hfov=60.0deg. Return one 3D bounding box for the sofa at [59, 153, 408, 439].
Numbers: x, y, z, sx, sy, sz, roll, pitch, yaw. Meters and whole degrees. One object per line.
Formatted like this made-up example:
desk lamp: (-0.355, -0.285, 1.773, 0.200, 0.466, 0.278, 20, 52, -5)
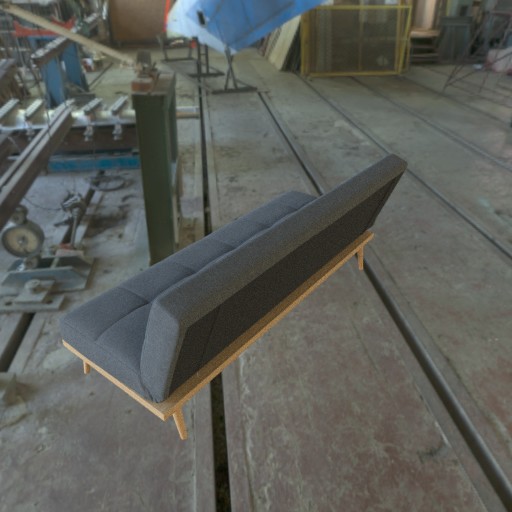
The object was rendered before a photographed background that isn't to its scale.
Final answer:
sofa: (0.000, 0.000, 2.295, 0.820, 0.770, 1.820, 22, 38, 32)
